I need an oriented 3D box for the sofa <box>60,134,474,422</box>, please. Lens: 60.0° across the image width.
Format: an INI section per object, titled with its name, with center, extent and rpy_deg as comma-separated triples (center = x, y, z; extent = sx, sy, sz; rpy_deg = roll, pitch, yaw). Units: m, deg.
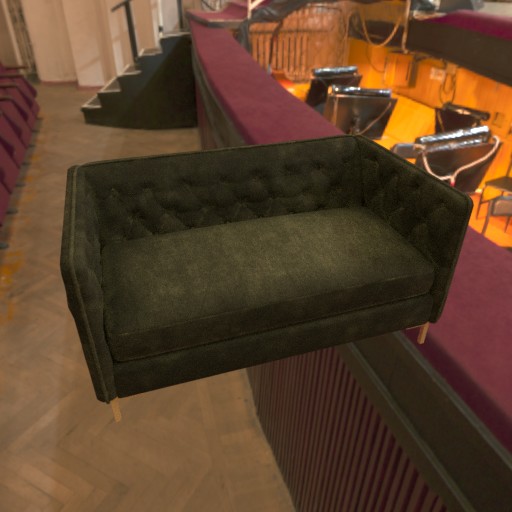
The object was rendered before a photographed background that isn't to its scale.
[sofa]
center = 0.000, 0.000, 2.046
extent = 1.537, 0.768, 0.895
rpy_deg = -10, 34, -15
